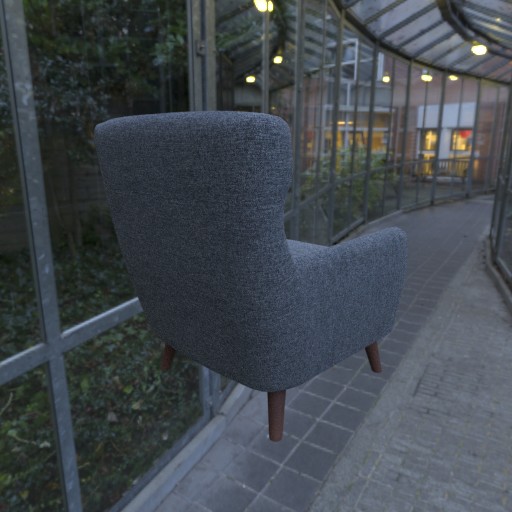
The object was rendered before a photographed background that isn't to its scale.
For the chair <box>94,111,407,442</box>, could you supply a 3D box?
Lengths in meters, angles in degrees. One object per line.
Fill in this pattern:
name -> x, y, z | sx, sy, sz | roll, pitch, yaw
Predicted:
chair -> 0.000, 0.000, 1.758 | 0.940, 1.039, 0.889 | -14, 20, -43
